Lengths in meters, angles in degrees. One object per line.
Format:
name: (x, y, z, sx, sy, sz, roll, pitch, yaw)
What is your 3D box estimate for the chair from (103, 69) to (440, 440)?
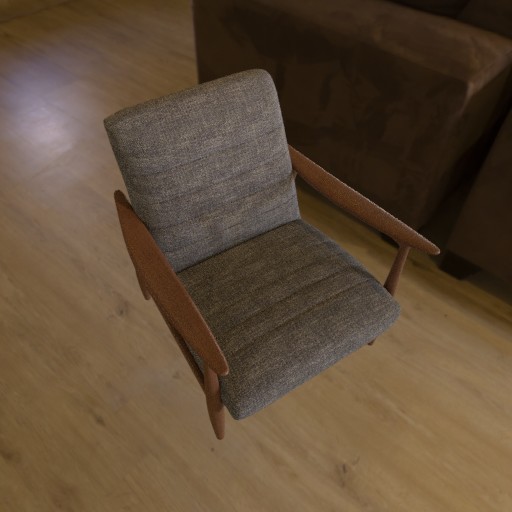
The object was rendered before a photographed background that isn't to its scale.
chair: (0.000, 0.000, 1.437, 0.741, 0.832, 0.798, -25, 53, -21)
